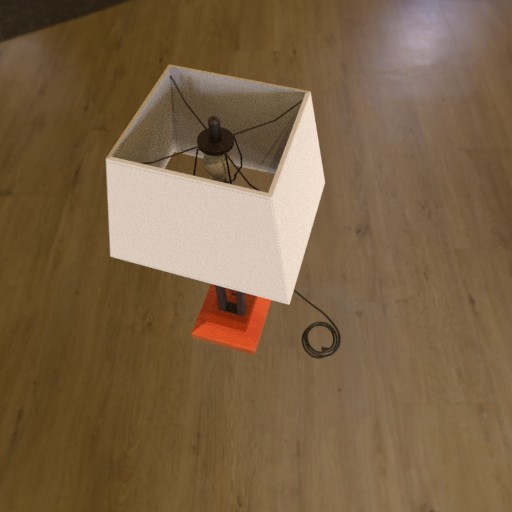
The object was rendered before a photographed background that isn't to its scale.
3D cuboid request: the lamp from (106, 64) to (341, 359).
[{"bbox_3d":[0.000,0.000,0.994,0.498,0.737,0.310,15,59,9],"label":"lamp"}]
